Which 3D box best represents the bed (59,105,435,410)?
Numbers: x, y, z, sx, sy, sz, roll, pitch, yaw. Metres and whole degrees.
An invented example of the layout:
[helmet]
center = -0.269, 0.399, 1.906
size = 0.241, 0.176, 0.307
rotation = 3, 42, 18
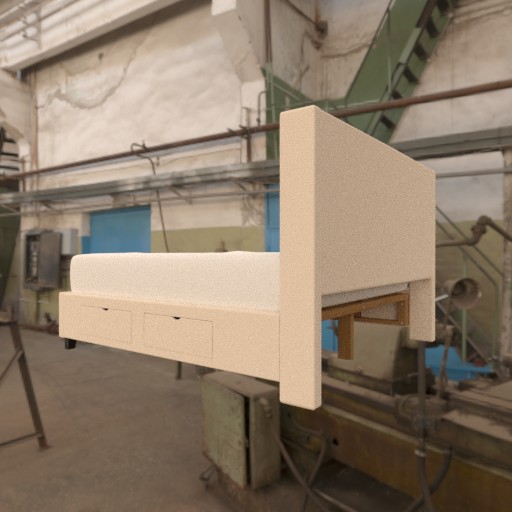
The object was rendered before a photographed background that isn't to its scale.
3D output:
[bed]
center = 0.000, 0.000, 3.651
size = 2.293, 1.471, 2.145
rotation = 0, 0, 37
